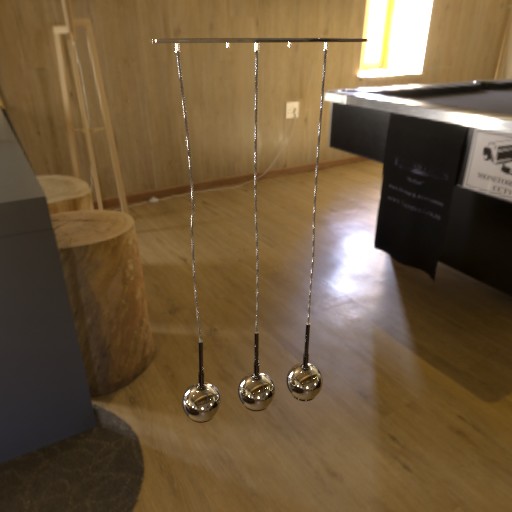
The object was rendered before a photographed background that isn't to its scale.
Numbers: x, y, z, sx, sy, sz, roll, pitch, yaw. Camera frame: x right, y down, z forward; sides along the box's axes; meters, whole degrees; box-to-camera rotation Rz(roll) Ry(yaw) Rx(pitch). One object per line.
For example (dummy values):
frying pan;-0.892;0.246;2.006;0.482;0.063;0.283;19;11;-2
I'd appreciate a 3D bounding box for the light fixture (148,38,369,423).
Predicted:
light fixture;0.000;0.000;1.598;0.623;1.408;0.188;-7;28;-14
